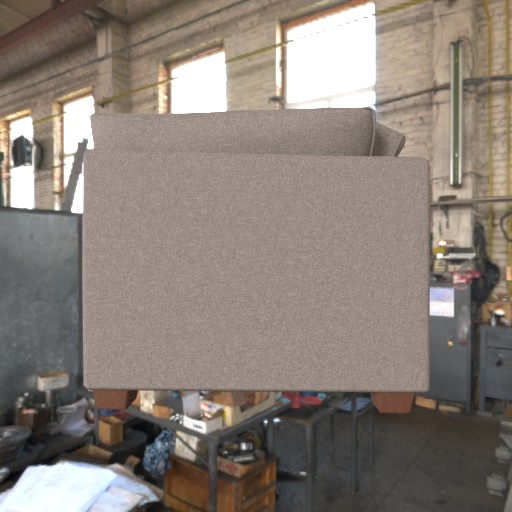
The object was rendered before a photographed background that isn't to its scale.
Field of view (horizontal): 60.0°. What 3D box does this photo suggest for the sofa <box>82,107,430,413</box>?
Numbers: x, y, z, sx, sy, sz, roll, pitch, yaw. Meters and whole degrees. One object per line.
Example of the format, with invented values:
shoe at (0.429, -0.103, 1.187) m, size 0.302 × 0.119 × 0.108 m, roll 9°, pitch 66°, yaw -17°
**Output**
sofa at (0.000, 0.000, 1.820) m, size 1.042 × 0.951 × 1.050 m, roll 0°, pitch 0°, yaw 1°
